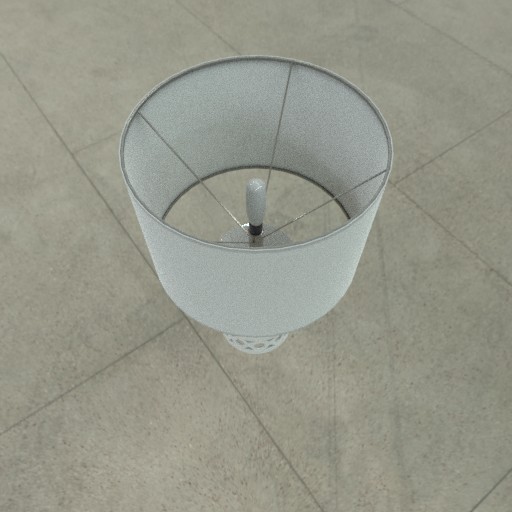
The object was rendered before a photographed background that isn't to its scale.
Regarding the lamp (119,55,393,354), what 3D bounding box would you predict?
[{"bbox_3d":[0.000,0.000,0.712,0.310,0.502,0.310,0,58,0],"label":"lamp"}]
